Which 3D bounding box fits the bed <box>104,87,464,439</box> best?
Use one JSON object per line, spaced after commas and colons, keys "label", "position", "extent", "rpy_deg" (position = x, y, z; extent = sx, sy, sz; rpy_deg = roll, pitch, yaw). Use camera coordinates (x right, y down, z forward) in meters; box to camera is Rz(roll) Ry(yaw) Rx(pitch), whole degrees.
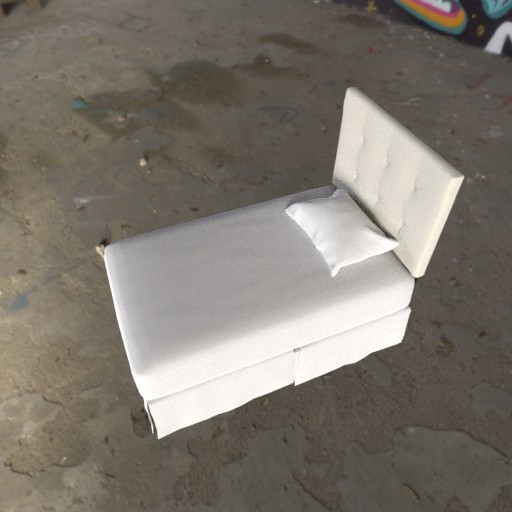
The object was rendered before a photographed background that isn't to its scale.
{"label": "bed", "position": [0.000, 0.000, 3.036], "extent": [1.997, 1.571, 1.261], "rpy_deg": [-17, 49, -15]}
